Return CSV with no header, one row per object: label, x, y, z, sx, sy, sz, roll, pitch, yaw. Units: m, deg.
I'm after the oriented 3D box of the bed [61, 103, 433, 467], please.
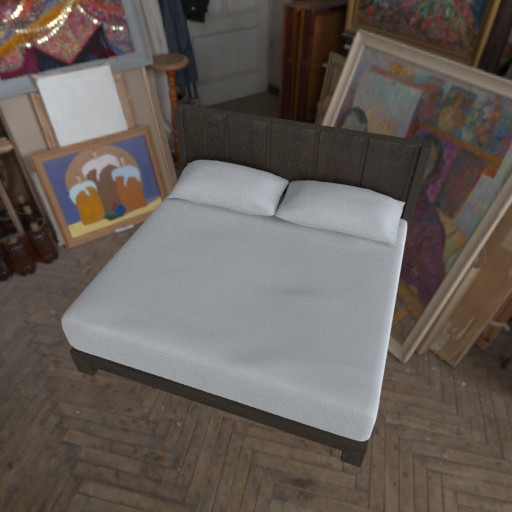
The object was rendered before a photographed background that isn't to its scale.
bed,0.000,0.000,3.353,2.134,1.270,2.012,13,44,14
